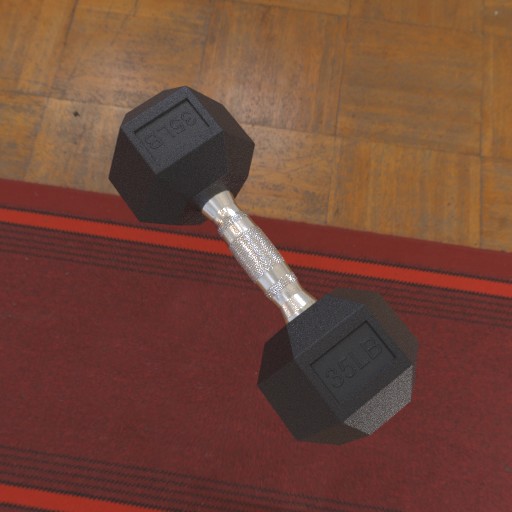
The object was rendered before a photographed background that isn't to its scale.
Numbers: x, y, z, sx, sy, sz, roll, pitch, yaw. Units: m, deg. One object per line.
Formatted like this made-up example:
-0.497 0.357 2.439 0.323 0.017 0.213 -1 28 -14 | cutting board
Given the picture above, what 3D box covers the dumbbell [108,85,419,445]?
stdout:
0.000 0.000 0.424 0.141 0.123 0.356 -36 78 -9 | dumbbell
